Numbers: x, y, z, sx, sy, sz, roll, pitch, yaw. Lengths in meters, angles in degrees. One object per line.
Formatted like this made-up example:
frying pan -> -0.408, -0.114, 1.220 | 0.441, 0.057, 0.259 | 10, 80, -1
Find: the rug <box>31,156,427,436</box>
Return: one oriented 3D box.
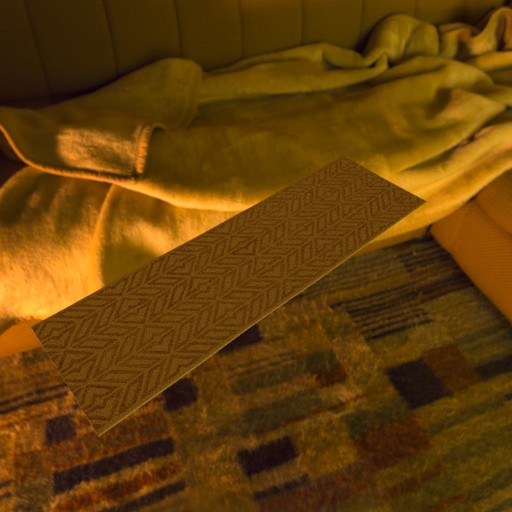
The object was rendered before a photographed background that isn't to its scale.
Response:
rug -> 0.000, 0.000, 2.651 | 2.435, 0.009, 0.750 | -32, 53, -27
